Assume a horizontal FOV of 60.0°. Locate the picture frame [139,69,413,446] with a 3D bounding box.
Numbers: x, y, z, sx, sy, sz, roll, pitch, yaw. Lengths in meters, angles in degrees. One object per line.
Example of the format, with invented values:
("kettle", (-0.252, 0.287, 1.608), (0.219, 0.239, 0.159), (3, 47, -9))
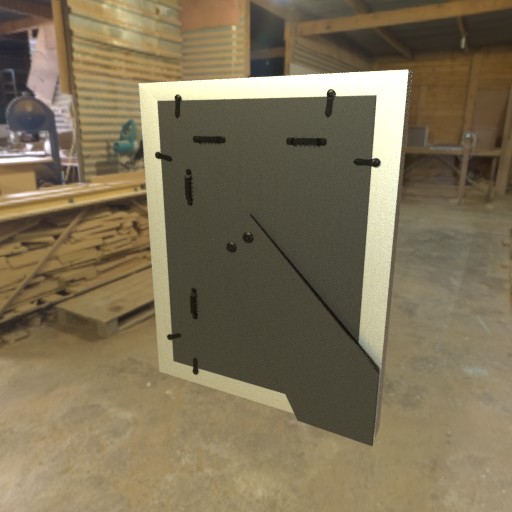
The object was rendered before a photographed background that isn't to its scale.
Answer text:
("picture frame", (0.000, 0.000, 0.516), (0.307, 0.386, 0.036), (8, 19, 26))
